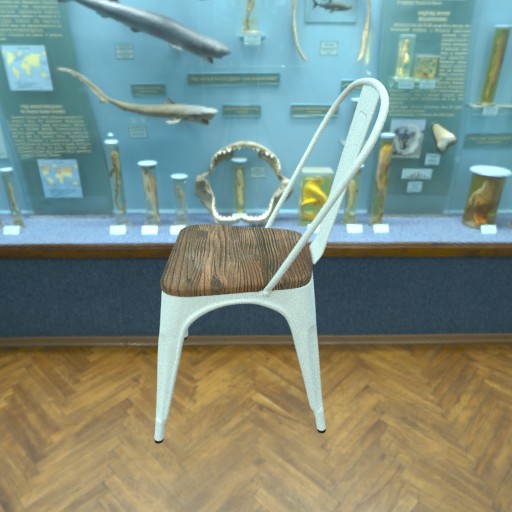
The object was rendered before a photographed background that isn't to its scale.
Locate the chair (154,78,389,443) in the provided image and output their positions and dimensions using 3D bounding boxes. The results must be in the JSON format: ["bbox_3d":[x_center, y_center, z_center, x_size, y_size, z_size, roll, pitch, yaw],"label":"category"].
[{"bbox_3d":[0.000,0.000,1.142,0.521,0.851,0.452,0,27,0],"label":"chair"}]
